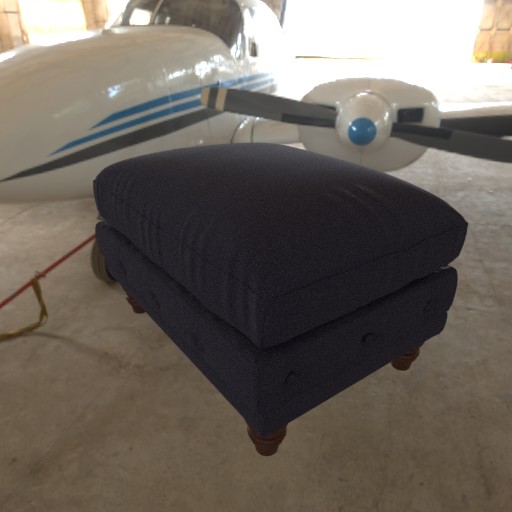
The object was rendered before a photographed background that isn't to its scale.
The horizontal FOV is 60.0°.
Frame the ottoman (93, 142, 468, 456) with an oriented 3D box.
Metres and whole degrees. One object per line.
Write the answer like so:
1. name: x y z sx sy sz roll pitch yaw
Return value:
1. ottoman: 0.000 0.000 1.102 0.558 0.486 0.767 -18 31 -32
